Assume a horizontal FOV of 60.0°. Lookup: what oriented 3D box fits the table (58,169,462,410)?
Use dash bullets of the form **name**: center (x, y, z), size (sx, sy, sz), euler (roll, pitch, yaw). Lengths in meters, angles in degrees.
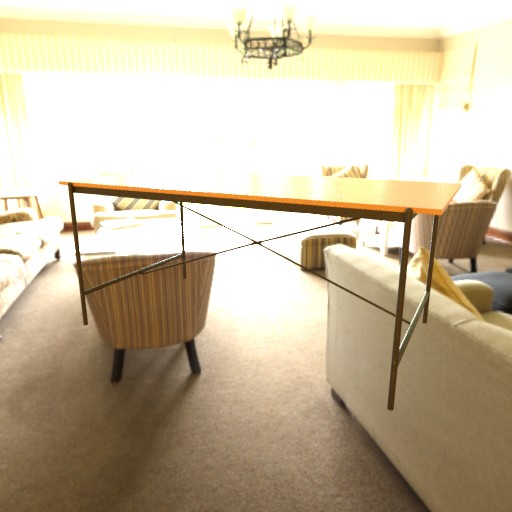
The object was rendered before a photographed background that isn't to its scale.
- **table**: center (0.000, 0.000, 2.289), size (1.800, 0.758, 0.900), euler (8, 18, 27)
